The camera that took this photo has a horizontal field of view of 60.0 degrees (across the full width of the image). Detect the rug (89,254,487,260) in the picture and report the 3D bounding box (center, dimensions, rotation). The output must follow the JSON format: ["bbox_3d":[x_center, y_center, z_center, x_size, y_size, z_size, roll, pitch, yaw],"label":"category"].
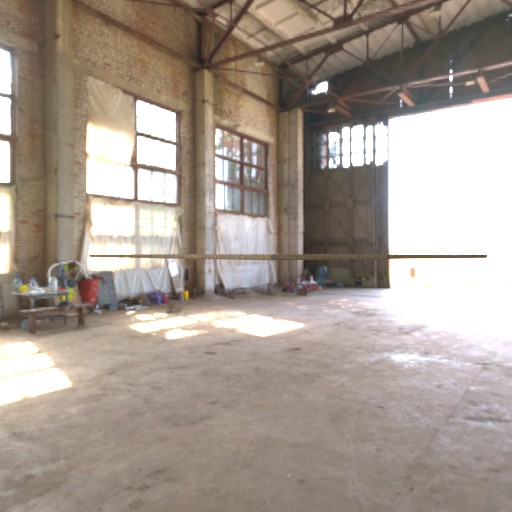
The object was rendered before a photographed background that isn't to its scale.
[{"bbox_3d":[0.000,0.000,3.475,1.800,0.025,2.699,0,0,-36],"label":"rug"}]
